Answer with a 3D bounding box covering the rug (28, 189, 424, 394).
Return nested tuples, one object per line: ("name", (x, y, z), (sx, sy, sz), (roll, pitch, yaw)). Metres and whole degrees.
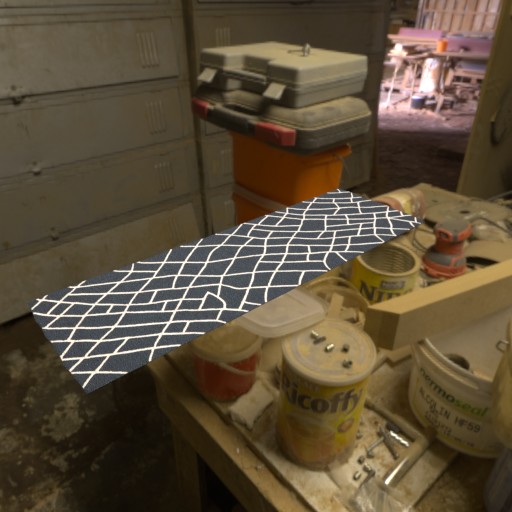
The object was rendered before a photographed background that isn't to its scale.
("rug", (0.000, 0.000, 2.724), (2.476, 0.010, 0.807), (-23, 38, -33))
